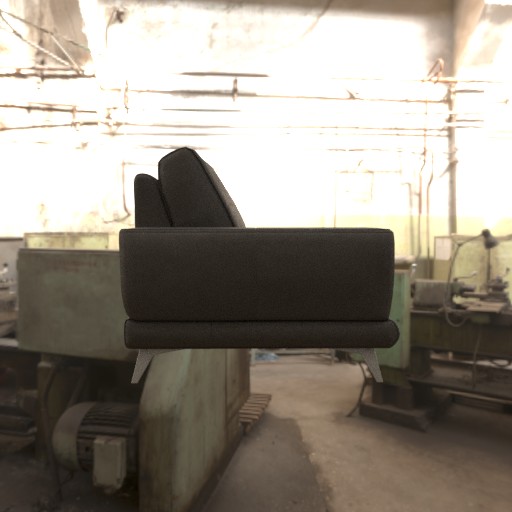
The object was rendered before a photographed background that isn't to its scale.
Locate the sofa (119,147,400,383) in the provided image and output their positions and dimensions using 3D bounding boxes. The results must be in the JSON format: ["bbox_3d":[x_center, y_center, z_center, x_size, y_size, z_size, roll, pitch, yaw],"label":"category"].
[{"bbox_3d":[0.000,0.000,2.443,1.018,0.907,1.806,0,1,-1],"label":"sofa"}]
